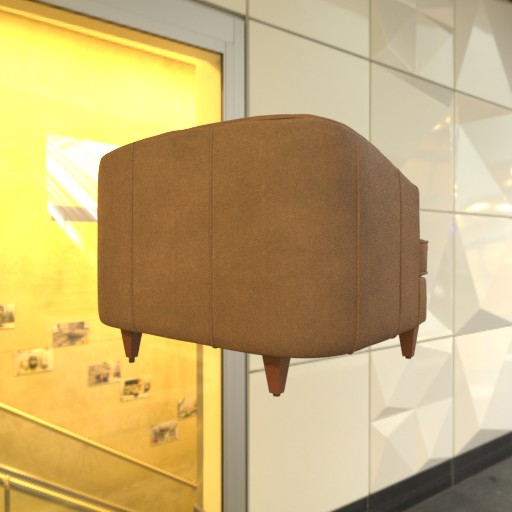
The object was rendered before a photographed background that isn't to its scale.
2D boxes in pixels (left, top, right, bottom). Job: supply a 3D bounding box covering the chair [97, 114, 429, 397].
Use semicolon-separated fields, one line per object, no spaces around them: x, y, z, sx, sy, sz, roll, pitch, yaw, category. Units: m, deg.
0.000;0.000;1.724;1.118;0.787;0.914;0;1;36;chair
